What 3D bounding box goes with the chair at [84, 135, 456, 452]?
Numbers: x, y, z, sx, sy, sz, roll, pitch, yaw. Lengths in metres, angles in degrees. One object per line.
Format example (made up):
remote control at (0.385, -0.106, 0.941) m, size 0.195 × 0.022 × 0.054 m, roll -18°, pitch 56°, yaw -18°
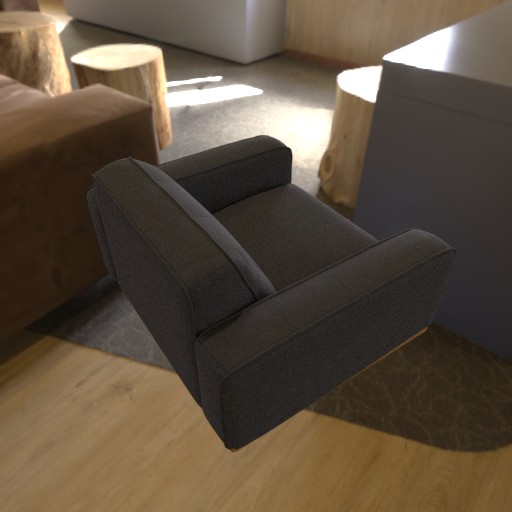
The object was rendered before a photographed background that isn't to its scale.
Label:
chair at (0.000, 0.000, 1.754) m, size 0.953 × 0.783 × 1.118 m, roll -24°, pitch 46°, yaw -26°
